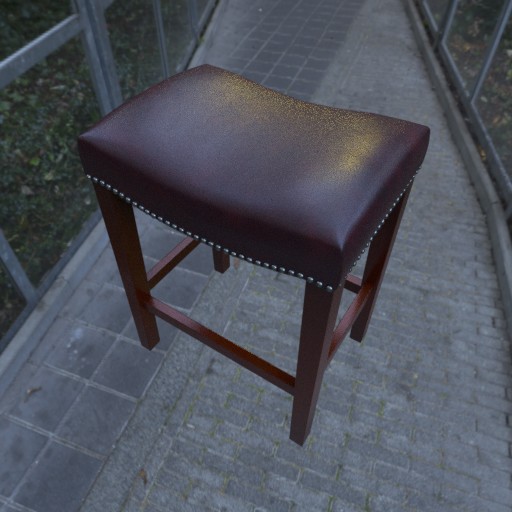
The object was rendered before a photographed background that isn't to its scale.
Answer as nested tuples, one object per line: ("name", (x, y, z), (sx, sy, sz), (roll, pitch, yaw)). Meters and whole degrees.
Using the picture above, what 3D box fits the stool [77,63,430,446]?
("stool", (0.000, 0.000, 0.968), (0.504, 0.657, 0.372), (25, 51, 22))
